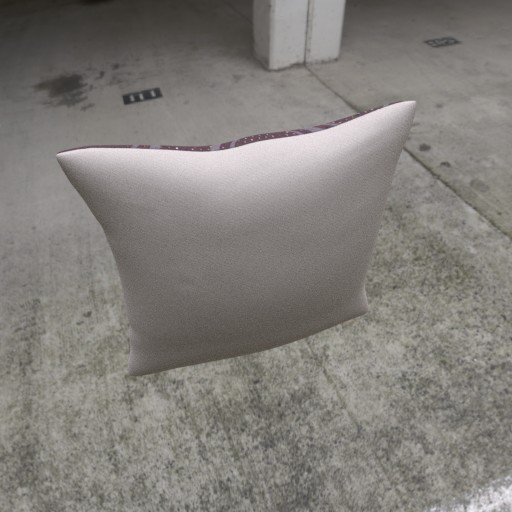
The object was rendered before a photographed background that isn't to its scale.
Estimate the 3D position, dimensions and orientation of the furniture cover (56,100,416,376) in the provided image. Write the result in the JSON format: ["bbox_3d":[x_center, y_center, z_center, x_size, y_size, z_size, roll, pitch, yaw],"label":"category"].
[{"bbox_3d":[0.000,0.000,0.809,0.552,0.509,0.193,-12,43,-14],"label":"furniture cover"}]
